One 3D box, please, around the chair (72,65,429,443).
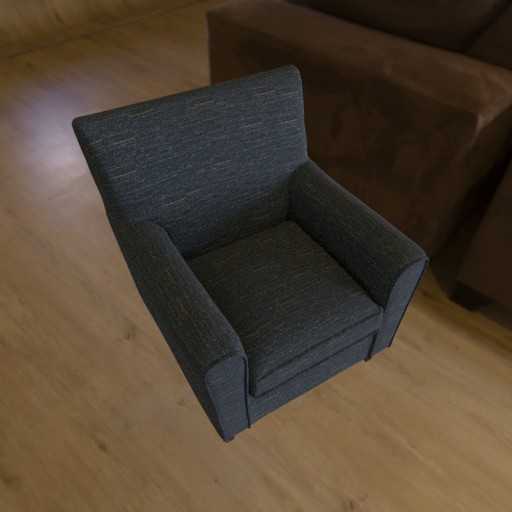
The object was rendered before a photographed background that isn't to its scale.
[{"bbox_3d":[0.000,0.000,1.618,0.864,0.928,0.873,-23,49,-21],"label":"chair"}]
